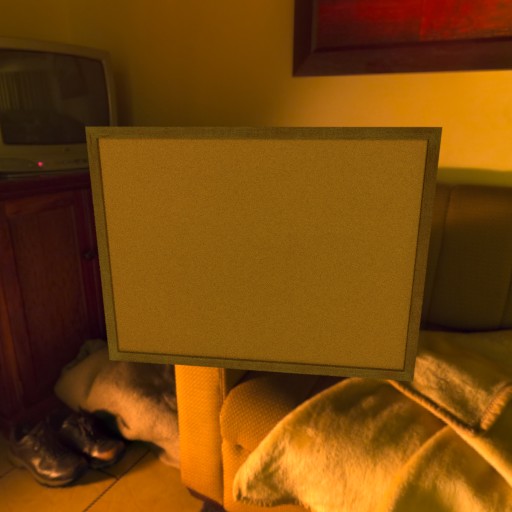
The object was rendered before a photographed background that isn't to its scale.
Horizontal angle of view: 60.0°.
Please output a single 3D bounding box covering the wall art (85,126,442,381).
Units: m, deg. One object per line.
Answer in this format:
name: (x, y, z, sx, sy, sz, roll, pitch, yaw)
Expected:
wall art: (0.000, 0.000, 1.804, 1.320, 1.009, 0.070, 2, 17, 7)
